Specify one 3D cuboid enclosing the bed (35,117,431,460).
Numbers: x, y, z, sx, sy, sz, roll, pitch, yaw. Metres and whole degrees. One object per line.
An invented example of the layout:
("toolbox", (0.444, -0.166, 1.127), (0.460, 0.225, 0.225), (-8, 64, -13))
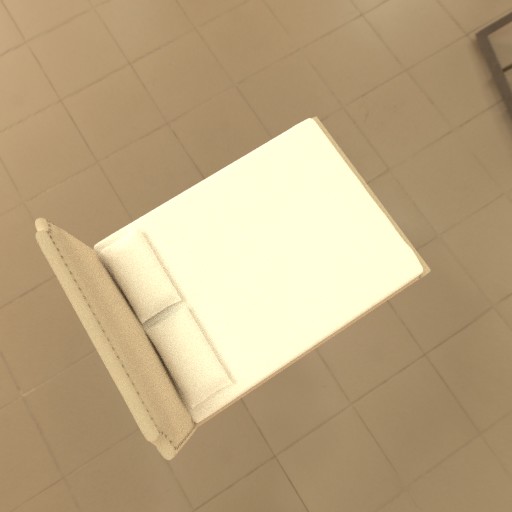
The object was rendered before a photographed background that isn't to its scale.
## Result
("bed", (0.000, 0.000, 3.407), (2.372, 1.443, 1.713), (-32, 79, -7))
